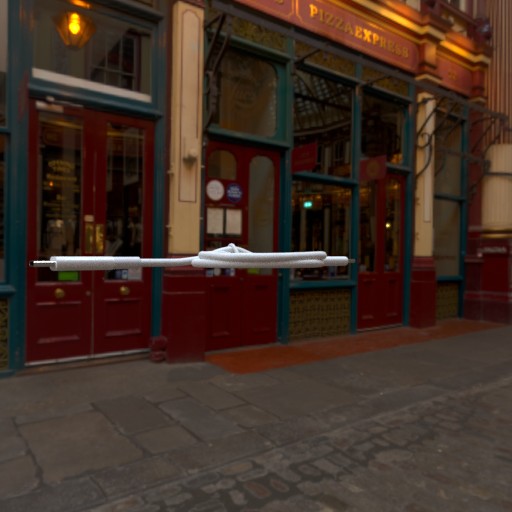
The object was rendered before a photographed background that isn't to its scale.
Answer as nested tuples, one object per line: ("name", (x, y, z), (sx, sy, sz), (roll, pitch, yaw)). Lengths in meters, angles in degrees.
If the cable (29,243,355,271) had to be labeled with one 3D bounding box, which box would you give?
("cable", (0.000, 0.000, 0.232), (0.203, 0.014, 0.070), (0, 0, -36))
